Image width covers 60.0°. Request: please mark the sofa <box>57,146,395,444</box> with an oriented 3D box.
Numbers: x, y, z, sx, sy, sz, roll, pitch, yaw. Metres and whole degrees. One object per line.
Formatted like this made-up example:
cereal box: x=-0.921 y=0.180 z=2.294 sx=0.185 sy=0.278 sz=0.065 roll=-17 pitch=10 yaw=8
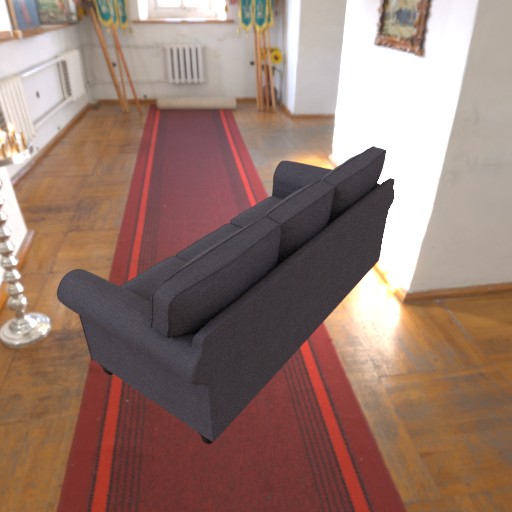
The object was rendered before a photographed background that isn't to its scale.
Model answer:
sofa: x=0.000 y=0.000 z=2.691 sx=0.909 sy=0.966 sz=2.084 roll=21 pitch=38 yaw=30
